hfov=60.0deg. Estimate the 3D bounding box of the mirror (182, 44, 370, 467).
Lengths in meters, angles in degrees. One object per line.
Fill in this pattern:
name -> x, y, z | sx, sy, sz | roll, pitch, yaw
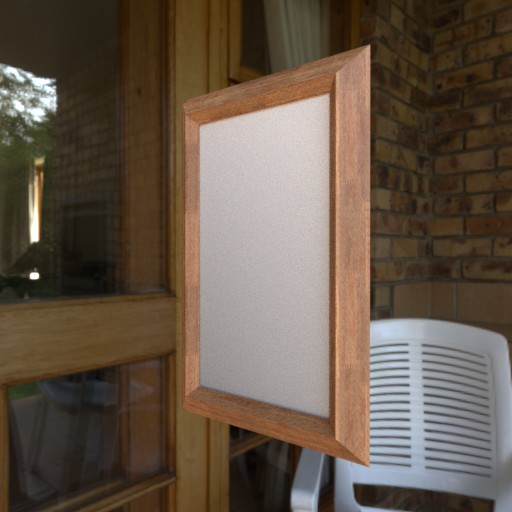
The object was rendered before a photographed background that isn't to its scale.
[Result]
mirror -> 0.000, 0.000, 1.238 | 0.651, 1.010, 0.047 | 0, 0, 38
